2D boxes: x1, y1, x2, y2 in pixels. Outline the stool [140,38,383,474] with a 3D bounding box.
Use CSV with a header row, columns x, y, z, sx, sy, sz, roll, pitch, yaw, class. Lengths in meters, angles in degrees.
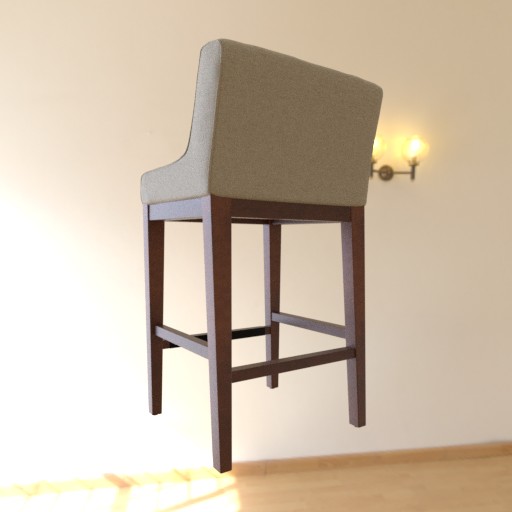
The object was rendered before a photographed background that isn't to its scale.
x,y,z,sx,sy,sz,roll,pitch,yaw,class
0.000,0.000,1.244,0.511,0.937,0.500,-1,2,-34,stool
